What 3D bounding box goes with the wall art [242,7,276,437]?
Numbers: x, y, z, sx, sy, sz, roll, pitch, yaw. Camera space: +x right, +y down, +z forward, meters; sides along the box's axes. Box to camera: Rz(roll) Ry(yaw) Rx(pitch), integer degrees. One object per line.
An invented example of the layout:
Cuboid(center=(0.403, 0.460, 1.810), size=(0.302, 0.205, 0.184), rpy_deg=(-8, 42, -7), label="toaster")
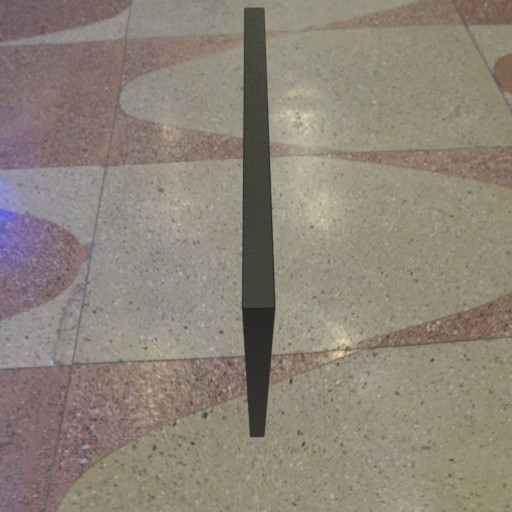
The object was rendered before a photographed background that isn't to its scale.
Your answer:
Cuboid(center=(0.000, 0.000, 0.724), size=(0.028, 0.559, 0.457), rpy_deg=(0, 58, 0), label="wall art")
